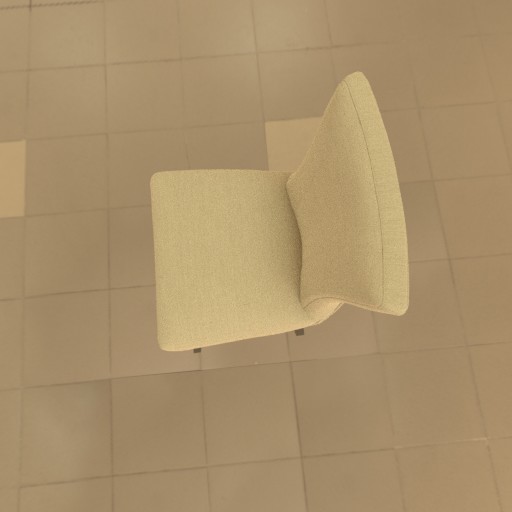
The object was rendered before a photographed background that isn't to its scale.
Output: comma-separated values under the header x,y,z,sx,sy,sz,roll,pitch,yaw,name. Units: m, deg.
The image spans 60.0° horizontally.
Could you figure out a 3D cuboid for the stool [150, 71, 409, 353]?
x,y,z,sx,sy,sz,roll,pitch,yaw,name
0.000,0.000,1.326,0.574,1.000,0.514,-6,76,-1,stool
